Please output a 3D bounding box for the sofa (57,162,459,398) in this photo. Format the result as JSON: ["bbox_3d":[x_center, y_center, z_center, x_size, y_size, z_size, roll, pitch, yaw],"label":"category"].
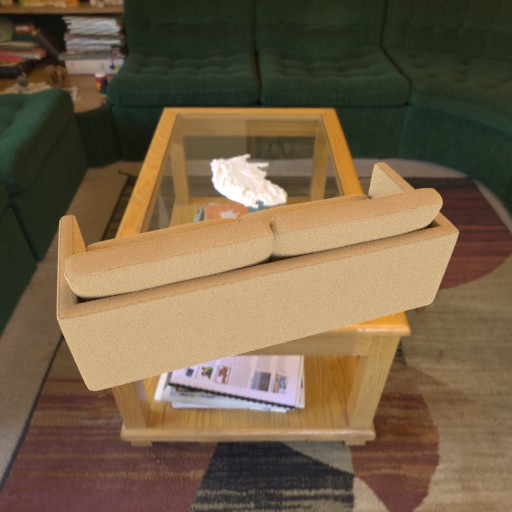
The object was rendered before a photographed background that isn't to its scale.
[{"bbox_3d":[0.000,0.000,2.947,2.361,0.968,0.951,-12,42,-13],"label":"sofa"}]
